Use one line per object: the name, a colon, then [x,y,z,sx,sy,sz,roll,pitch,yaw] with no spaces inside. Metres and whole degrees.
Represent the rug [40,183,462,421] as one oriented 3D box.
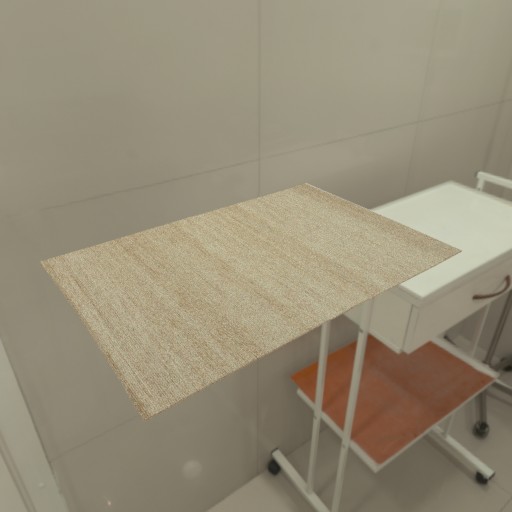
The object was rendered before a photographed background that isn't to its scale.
rug: [0.000,0.000,2.948,2.346,0.029,1.574,-21,36,-31]
